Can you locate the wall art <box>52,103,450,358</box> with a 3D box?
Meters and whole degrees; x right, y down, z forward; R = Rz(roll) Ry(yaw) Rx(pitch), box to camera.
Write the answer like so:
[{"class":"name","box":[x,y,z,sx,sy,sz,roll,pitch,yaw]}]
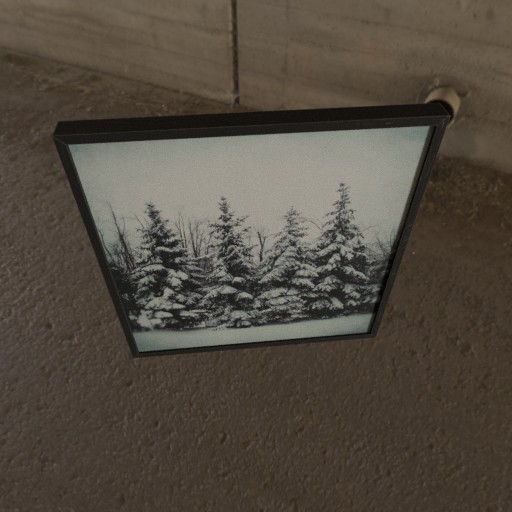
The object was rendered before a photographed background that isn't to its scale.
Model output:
[{"class":"wall art","box":[0.000,0.000,0.752,0.506,0.506,0.036,-4,46,-4]}]
